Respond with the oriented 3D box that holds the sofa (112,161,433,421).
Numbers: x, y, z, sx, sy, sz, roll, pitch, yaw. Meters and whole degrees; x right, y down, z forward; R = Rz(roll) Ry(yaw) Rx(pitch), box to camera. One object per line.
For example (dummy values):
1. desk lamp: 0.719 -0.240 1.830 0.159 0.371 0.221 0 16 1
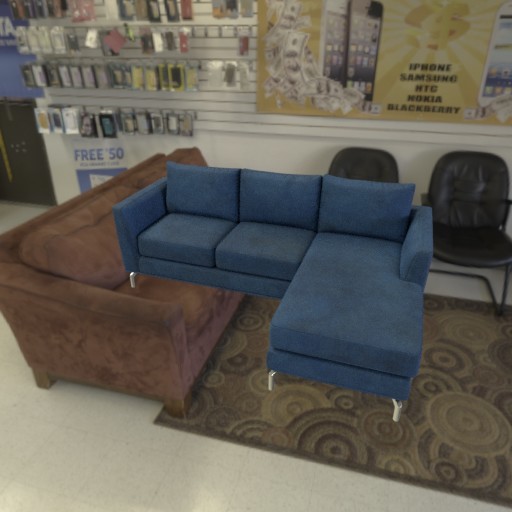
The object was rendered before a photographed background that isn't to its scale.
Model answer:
1. sofa: 0.000 0.000 3.342 2.438 0.987 1.622 9 29 17
